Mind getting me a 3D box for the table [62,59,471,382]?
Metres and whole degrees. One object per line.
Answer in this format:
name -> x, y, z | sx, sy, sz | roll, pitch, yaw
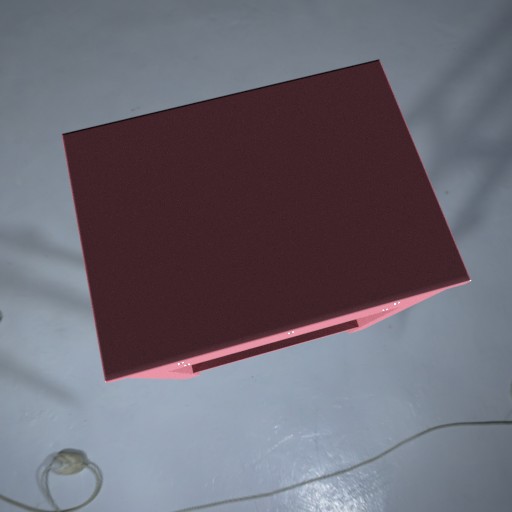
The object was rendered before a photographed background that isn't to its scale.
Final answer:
table -> 0.000, 0.000, 1.083 | 0.599, 0.686, 0.451 | -15, 75, -4
